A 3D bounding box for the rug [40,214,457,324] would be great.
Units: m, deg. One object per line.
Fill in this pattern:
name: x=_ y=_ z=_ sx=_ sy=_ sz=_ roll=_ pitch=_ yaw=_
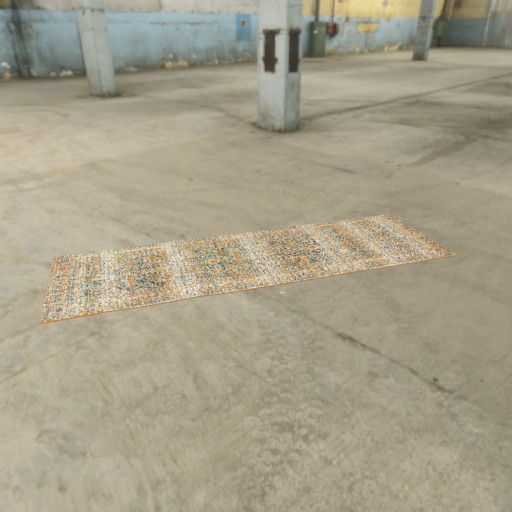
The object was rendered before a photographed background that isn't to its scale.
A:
rug: x=0.000 y=0.000 z=2.626 sx=2.294 sy=0.014 sz=0.704 roll=-8 pitch=28 yaw=-16
